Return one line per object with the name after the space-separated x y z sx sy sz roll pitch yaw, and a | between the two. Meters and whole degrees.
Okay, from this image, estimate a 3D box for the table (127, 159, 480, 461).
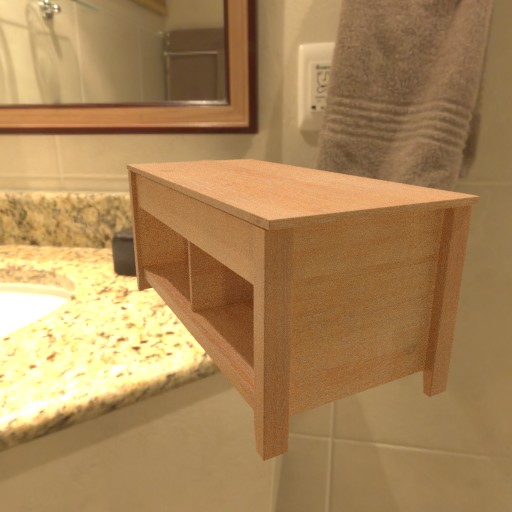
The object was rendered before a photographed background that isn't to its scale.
0.000 0.000 1.277 0.483 0.457 1.016 -9 19 -26 | table
